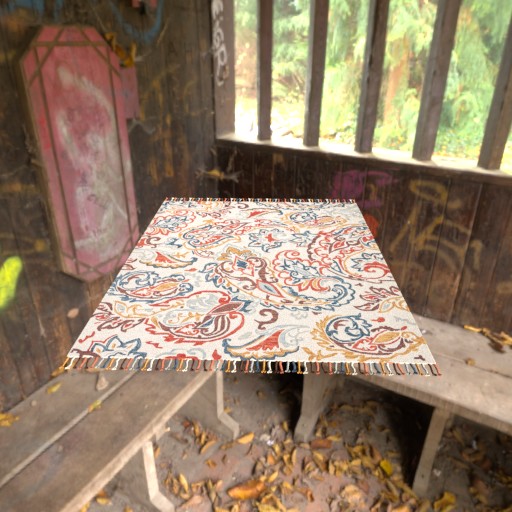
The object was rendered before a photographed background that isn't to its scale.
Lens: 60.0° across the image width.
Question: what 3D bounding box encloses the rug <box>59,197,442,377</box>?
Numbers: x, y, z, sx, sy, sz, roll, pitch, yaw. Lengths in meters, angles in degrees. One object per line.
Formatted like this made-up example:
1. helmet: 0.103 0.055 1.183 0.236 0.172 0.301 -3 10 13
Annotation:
1. rug: 0.000 0.000 4.277 2.439 0.015 3.274 1 27 2
